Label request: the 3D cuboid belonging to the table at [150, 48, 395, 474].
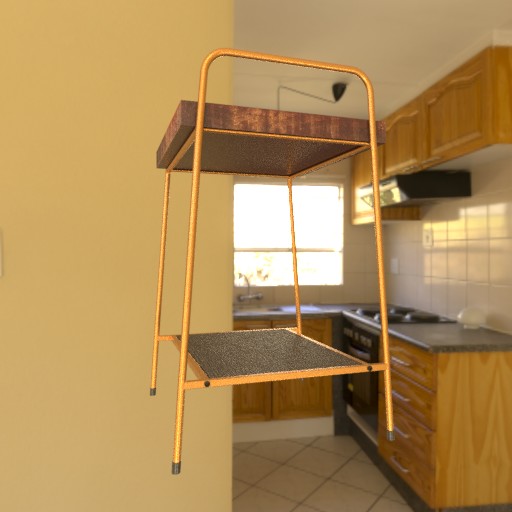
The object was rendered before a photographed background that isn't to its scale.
[{"bbox_3d":[0.000,0.000,0.990,0.430,0.710,0.430,0,1,-18],"label":"table"}]
